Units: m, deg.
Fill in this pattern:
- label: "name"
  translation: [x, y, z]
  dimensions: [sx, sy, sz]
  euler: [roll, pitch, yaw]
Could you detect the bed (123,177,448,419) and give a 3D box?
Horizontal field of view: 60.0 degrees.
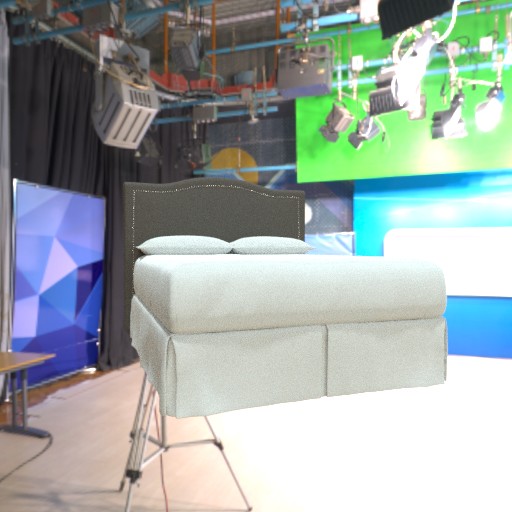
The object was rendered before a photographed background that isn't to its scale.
- label: "bed"
  translation: [0.000, 0.000, 3.091]
  dimensions: [1.666, 1.387, 2.036]
  euler: [0, 1, -20]
